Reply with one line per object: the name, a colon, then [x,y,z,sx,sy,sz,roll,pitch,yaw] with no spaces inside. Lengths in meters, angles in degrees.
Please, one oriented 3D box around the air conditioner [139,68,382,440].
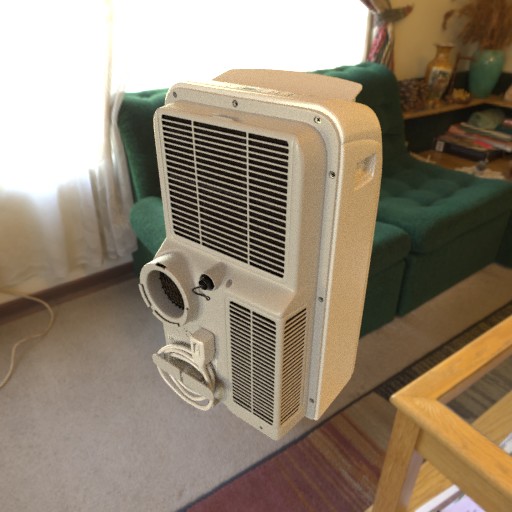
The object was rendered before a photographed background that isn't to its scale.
air conditioner: [0.000,0.000,1.054,0.449,0.786,0.414,22,37,32]
